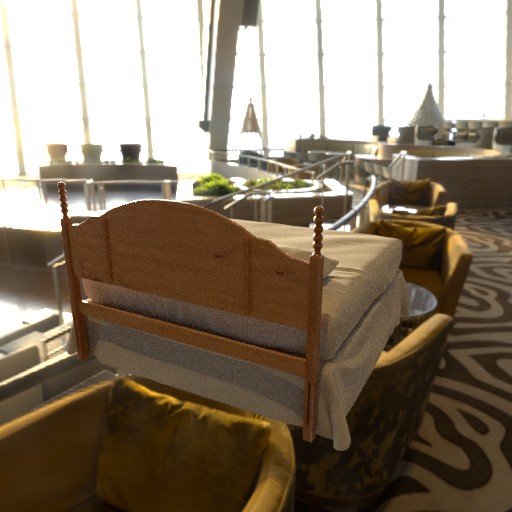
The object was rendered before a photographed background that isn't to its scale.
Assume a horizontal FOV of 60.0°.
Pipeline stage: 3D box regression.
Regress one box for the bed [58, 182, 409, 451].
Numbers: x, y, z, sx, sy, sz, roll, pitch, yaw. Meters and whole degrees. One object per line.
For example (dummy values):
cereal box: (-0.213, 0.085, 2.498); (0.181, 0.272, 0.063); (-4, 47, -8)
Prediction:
bed: (0.000, 0.000, 3.685); (2.322, 1.355, 2.219); (9, 19, 27)
